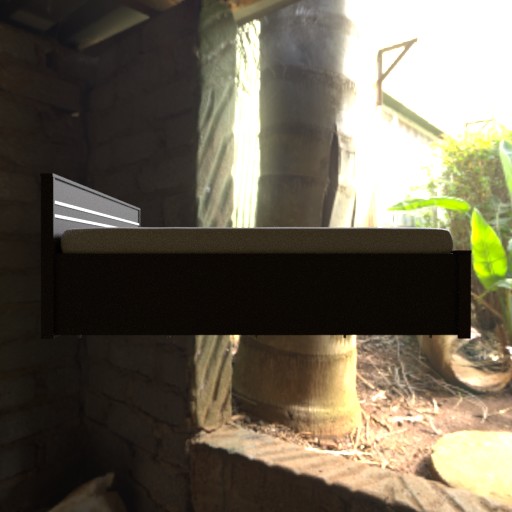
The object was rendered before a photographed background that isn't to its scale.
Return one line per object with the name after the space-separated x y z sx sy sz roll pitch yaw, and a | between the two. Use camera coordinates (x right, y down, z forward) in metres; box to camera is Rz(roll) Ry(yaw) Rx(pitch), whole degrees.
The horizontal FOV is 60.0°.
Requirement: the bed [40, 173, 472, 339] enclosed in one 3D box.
0.000 0.000 2.977 2.103 0.808 1.634 0 0 0 | bed
